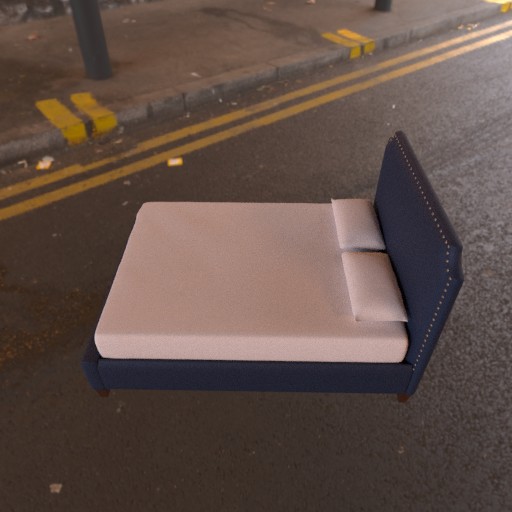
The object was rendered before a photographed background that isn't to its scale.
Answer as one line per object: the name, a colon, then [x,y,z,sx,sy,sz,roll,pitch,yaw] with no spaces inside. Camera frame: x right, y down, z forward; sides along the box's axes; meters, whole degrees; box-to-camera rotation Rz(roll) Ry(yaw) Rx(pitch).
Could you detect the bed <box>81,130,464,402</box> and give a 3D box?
bed: [0.000,0.000,3.455,2.372,1.443,1.712,1,41,1]
